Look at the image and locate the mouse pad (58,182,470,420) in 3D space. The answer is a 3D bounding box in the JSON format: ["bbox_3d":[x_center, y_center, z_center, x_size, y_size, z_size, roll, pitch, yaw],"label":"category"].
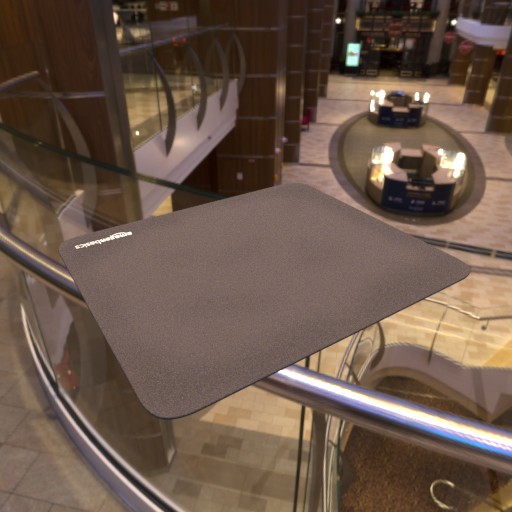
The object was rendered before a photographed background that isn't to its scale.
[{"bbox_3d":[0.000,0.000,0.427,0.315,0.002,0.269,-19,35,-28],"label":"mouse pad"}]
